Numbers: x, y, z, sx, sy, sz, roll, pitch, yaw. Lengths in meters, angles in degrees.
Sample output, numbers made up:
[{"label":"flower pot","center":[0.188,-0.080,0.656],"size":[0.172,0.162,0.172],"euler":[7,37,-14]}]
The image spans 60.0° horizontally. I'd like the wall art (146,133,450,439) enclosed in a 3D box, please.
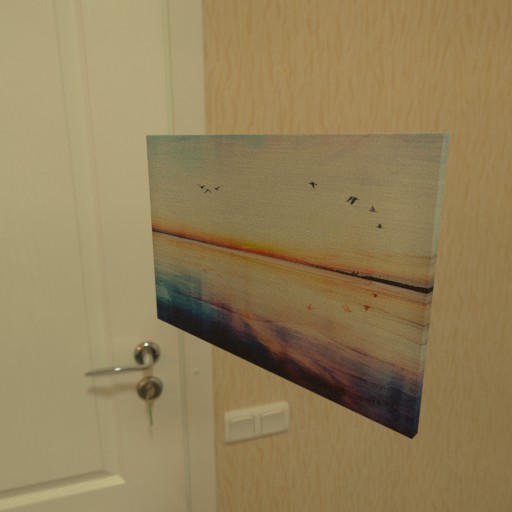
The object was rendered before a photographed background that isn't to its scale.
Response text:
[{"label":"wall art","center":[0.000,0.000,0.759],"size":[0.604,0.402,0.018],"euler":[14,20,42]}]
